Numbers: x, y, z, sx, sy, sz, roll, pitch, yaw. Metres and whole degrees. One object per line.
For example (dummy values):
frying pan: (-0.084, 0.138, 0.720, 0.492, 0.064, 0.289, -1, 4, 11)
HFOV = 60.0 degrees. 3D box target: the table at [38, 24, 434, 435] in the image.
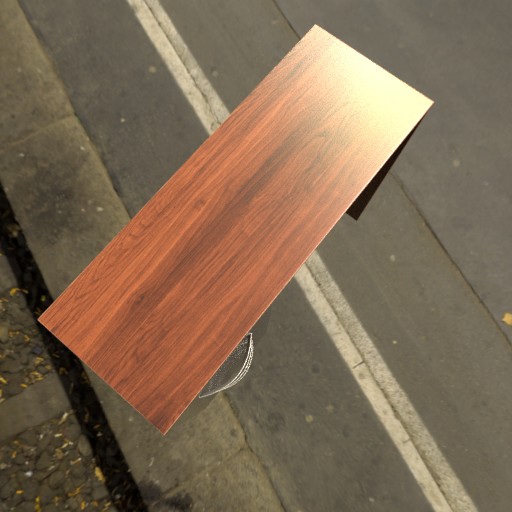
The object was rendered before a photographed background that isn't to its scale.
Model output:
table: (0.000, 0.000, 1.337, 0.380, 0.790, 0.930, 38, 78, 10)
